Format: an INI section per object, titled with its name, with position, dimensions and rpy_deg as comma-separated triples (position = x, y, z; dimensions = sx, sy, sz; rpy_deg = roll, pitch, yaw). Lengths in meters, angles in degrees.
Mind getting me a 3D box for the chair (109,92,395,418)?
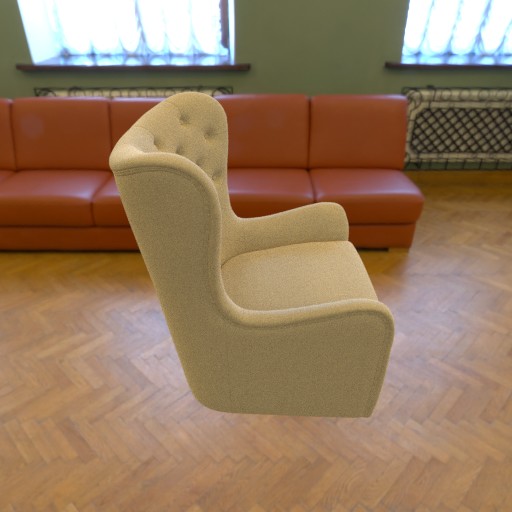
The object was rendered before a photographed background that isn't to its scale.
[chair]
position = 0.000, 0.000, 1.737
dimensions = 0.929, 1.079, 0.831
rpy_deg = -1, 32, -1
